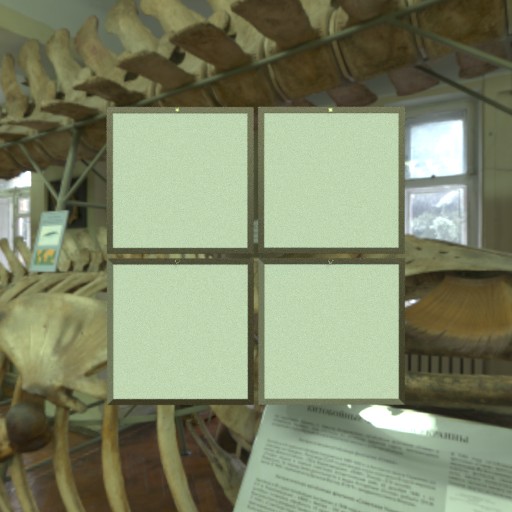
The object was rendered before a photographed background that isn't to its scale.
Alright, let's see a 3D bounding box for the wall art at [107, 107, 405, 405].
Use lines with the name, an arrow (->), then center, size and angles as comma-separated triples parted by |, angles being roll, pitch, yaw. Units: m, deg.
wall art -> 0.000, 0.000, 1.544 | 1.032, 1.032, 0.030 | 0, 0, 0
